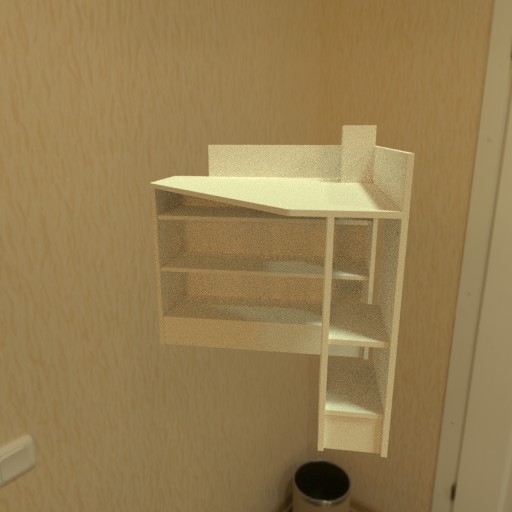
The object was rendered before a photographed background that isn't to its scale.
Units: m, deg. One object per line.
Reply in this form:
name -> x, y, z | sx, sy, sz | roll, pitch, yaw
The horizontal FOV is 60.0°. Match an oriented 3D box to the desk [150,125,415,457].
desk -> 0.000, 0.000, 1.729 | 0.940, 0.986, 0.940 | 2, 15, 8
